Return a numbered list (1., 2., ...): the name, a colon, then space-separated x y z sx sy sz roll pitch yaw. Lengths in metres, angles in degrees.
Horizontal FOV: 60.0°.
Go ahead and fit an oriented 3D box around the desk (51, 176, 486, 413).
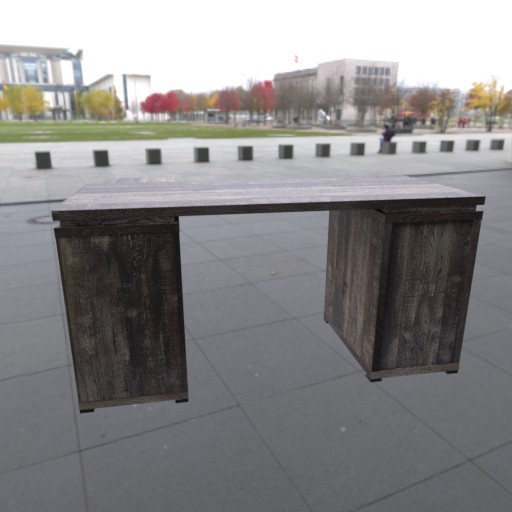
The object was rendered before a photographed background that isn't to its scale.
1. desk: 0.000 0.000 2.199 1.524 0.753 1.200 -3 18 -10
